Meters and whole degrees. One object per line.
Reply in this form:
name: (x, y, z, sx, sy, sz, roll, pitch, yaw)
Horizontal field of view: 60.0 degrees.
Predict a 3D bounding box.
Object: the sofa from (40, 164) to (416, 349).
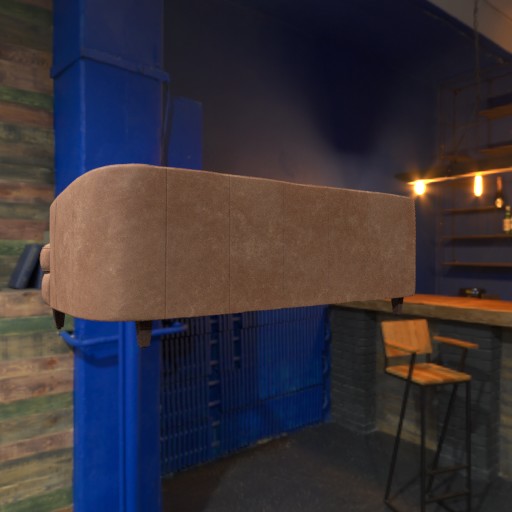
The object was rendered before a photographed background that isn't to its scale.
sofa: (0.000, 0.000, 2.693, 2.257, 0.791, 0.922, 0, 0, -36)
